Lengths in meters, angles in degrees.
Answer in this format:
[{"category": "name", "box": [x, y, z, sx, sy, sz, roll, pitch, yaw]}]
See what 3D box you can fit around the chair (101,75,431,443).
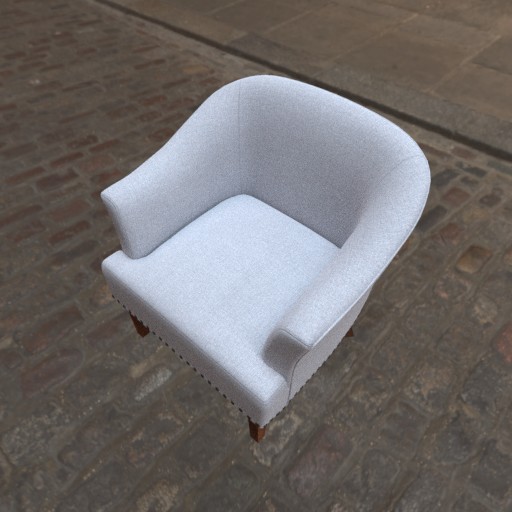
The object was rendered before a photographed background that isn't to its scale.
[{"category": "chair", "box": [0.000, 0.000, 1.398, 0.798, 0.815, 0.704, 33, 56, 27]}]
